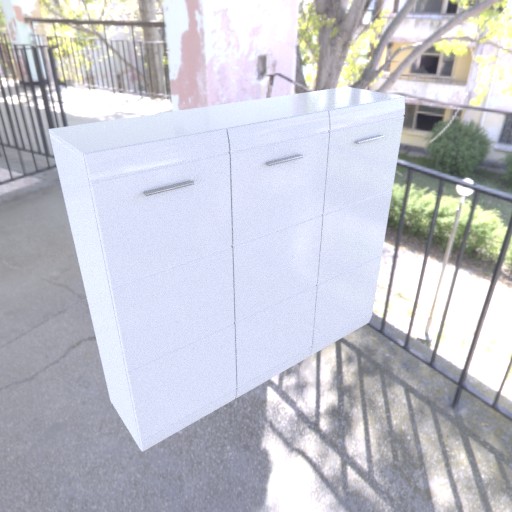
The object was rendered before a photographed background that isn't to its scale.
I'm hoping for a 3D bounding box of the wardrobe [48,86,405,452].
[{"bbox_3d":[0.000,0.000,1.894,1.340,1.200,0.360,-21,36,-32],"label":"wardrobe"}]
